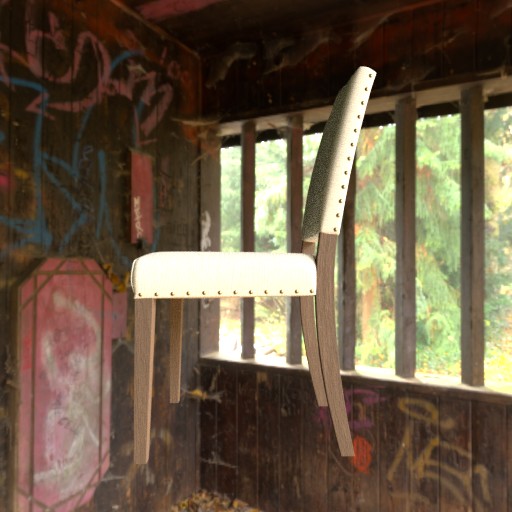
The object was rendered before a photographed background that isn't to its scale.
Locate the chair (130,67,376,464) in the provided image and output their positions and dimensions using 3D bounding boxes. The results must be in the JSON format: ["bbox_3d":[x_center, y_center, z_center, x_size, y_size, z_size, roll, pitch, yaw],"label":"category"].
[{"bbox_3d":[0.000,0.000,1.329,0.619,1.015,0.508,0,-1,0],"label":"chair"}]
